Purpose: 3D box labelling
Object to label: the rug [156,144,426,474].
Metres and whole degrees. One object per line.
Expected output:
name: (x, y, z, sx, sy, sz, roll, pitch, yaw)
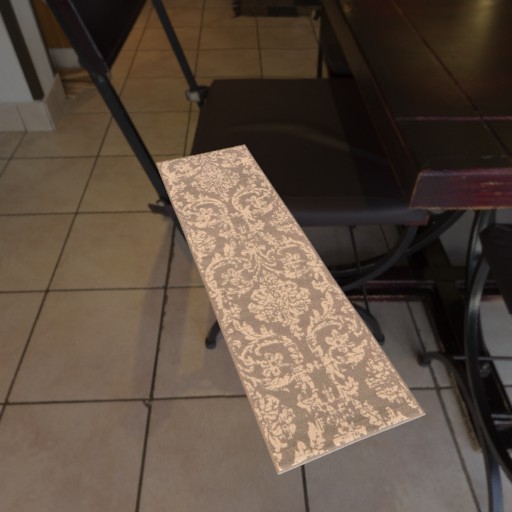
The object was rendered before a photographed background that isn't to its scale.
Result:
rug: (0.000, 0.000, 2.457, 0.662, 0.011, 2.196, -15, 48, -14)
